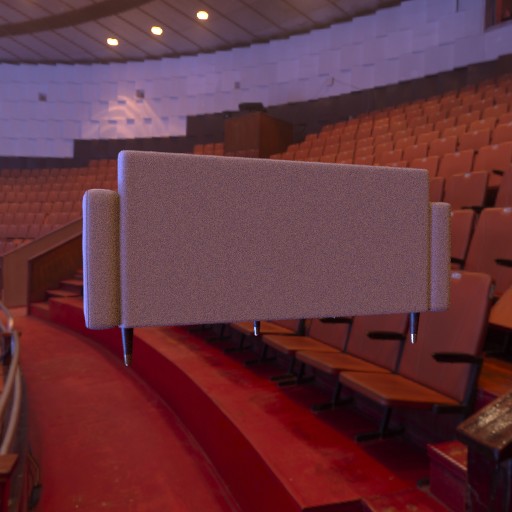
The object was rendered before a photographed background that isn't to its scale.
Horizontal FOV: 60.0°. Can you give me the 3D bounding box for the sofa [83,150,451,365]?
[{"bbox_3d":[0.000,0.000,2.233,1.585,0.801,0.950,0,1,-18],"label":"sofa"}]
